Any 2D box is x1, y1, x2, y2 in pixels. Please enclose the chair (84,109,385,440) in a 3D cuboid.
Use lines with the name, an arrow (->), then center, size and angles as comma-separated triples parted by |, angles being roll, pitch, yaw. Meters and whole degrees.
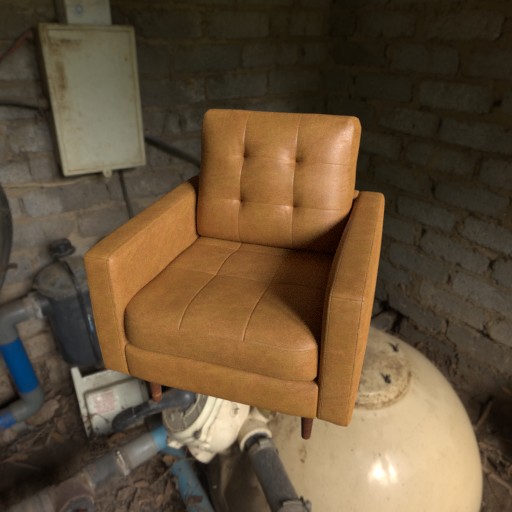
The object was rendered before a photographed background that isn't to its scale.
chair -> 0.000, 0.000, 1.559 | 0.831, 0.896, 0.868 | 8, 29, 15
